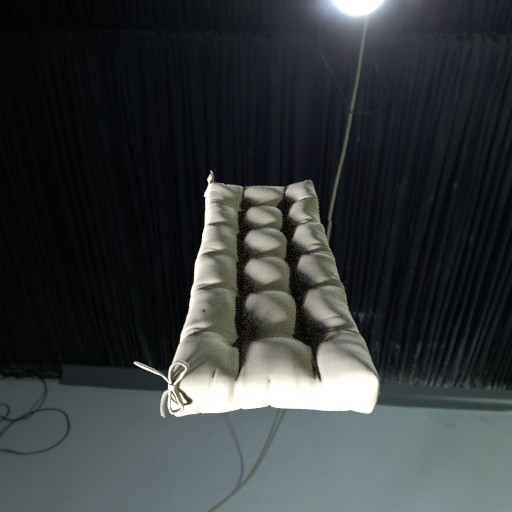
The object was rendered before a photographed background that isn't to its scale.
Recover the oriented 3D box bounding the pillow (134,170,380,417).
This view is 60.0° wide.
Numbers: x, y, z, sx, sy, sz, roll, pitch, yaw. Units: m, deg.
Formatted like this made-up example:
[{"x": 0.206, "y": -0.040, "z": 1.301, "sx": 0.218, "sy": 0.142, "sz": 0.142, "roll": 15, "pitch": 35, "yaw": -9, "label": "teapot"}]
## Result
[{"x": 0.000, "y": 0.000, "z": 1.390, "sx": 0.511, "sy": 0.174, "sz": 1.194, "roll": 0, "pitch": 31, "yaw": -1, "label": "pillow"}]
